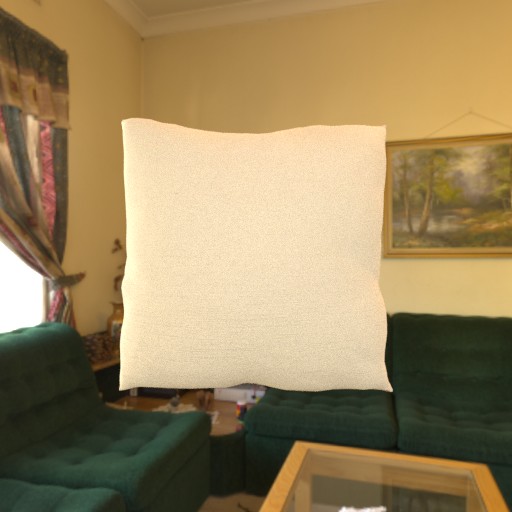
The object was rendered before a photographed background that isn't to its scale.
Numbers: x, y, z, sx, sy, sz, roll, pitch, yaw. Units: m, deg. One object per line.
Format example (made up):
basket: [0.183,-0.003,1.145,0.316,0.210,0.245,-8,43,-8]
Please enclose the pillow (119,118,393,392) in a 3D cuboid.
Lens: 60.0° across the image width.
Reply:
pillow: [0.000,0.000,0.721,0.450,0.448,0.245,0,-1,-1]
